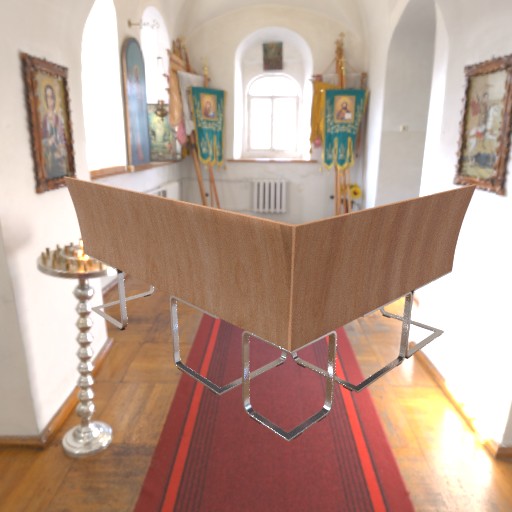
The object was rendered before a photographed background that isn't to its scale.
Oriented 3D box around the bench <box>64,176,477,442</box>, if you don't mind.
[{"bbox_3d":[0.000,0.000,2.745,1.495,0.930,1.945,-15,22,-41],"label":"bench"}]
